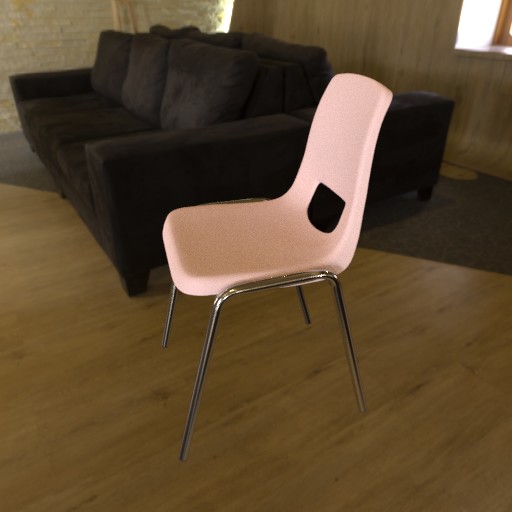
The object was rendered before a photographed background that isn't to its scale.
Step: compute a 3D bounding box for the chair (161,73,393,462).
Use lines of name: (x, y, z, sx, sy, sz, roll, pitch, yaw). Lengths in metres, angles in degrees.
chair: (0.000, 0.000, 0.945, 0.436, 0.704, 0.381, -8, 30, -14)
